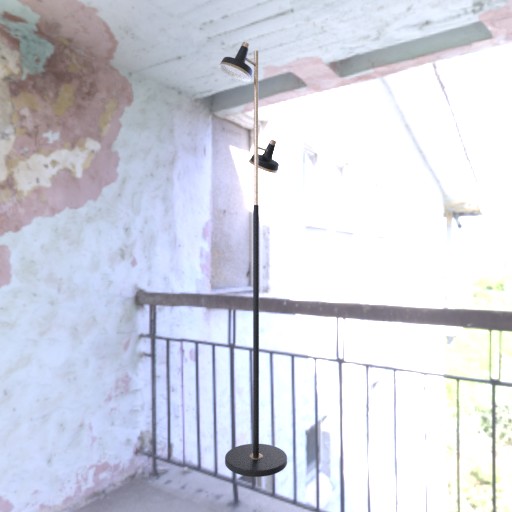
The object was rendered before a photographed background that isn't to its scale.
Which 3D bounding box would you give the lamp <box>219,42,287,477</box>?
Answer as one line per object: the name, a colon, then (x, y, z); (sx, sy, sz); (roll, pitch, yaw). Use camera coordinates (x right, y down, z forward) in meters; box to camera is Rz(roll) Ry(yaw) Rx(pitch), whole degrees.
lamp: (0.000, 0.000, 1.807); (0.253, 1.674, 0.351); (0, 0, 35)
